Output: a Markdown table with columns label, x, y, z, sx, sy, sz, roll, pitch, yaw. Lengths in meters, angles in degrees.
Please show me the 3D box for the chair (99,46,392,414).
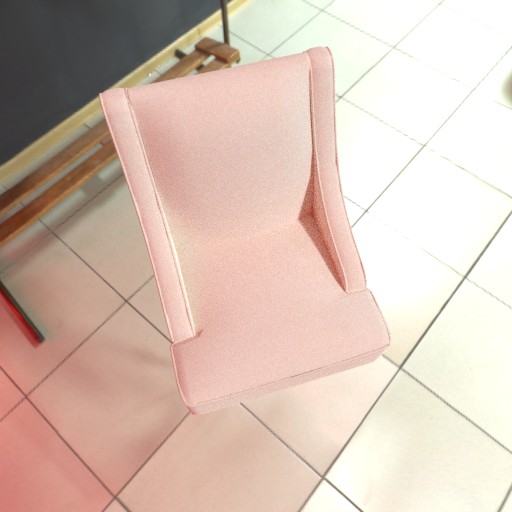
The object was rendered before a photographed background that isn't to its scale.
| label | x | y | z | sx | sy | sz | roll | pitch | yaw |
| --- | --- | --- | --- | --- | --- | --- | --- | --- | --- |
| chair | 0.000 | 0.000 | 1.468 | 0.689 | 0.886 | 0.806 | -15 | 64 | -7 |
